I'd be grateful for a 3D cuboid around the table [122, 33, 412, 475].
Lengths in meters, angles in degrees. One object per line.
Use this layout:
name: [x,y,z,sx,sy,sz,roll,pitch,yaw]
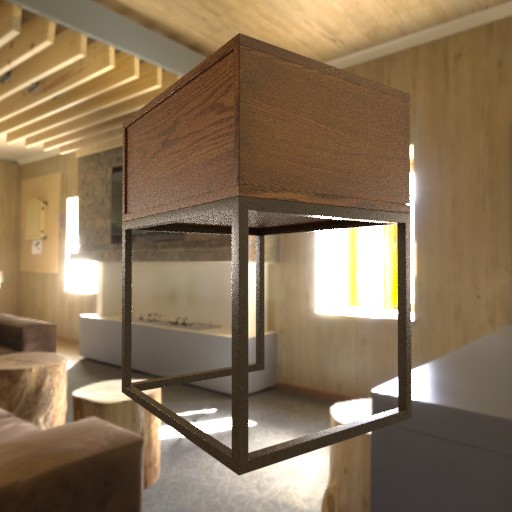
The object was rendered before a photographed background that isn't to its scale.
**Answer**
table: [0.000,0.000,0.921,0.400,0.610,0.482,1,-1,-35]
